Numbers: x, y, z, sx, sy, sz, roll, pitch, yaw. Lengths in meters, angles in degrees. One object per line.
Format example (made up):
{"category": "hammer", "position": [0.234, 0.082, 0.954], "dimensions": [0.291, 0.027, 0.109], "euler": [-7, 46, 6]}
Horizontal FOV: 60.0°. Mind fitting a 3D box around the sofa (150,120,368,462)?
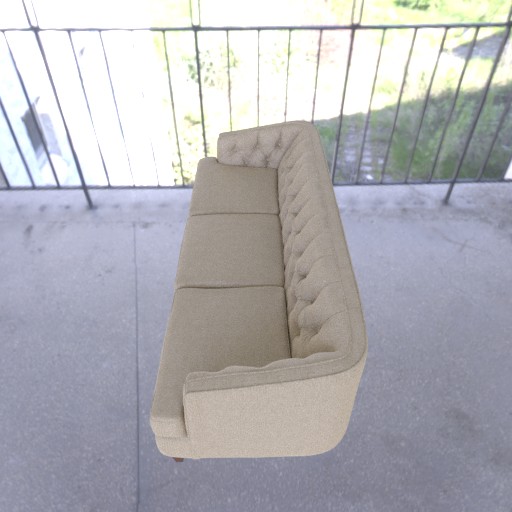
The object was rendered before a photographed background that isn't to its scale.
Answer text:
{"category": "sofa", "position": [0.000, 0.000, 2.685], "dimensions": [0.913, 0.788, 2.235], "euler": [0, 41, 0]}
